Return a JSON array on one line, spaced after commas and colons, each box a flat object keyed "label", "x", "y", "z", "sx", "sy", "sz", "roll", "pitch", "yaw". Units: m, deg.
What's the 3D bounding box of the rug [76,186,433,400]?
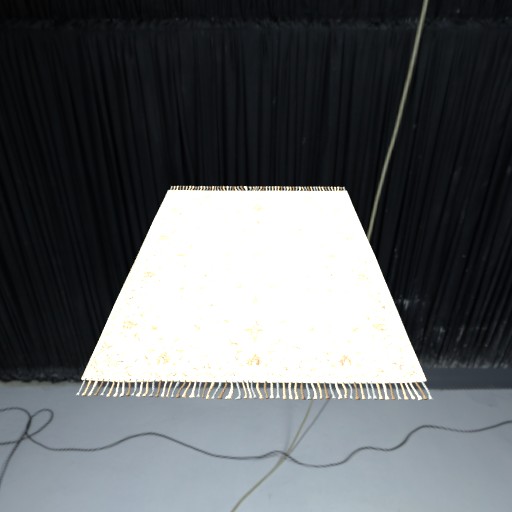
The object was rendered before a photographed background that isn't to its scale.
[{"label": "rug", "x": 0.000, "y": 0.000, "z": 2.280, "sx": 1.218, "sy": 0.017, "sz": 1.861, "roll": 0, "pitch": 31, "yaw": 1}]
